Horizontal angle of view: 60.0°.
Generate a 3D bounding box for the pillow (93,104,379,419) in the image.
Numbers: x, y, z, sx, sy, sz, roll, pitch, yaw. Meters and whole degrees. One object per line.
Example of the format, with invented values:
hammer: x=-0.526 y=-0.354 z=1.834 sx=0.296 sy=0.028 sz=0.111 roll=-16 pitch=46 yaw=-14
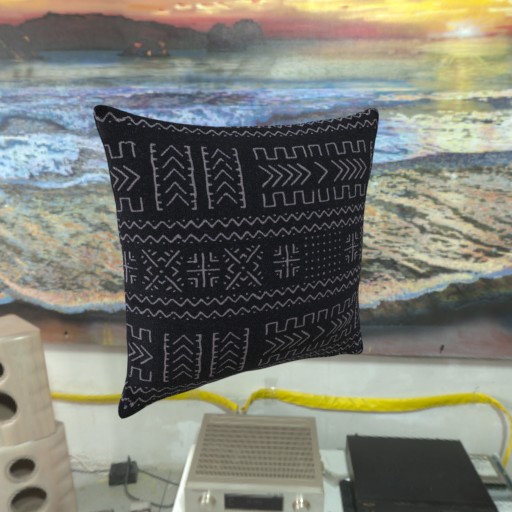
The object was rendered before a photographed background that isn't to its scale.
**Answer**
pillow: x=0.000 y=0.000 z=0.665 sx=0.438 sy=0.430 sz=0.164 roll=-8 pitch=18 yaw=-26
